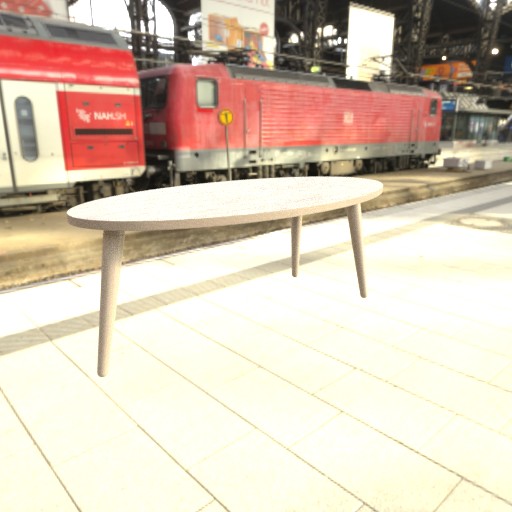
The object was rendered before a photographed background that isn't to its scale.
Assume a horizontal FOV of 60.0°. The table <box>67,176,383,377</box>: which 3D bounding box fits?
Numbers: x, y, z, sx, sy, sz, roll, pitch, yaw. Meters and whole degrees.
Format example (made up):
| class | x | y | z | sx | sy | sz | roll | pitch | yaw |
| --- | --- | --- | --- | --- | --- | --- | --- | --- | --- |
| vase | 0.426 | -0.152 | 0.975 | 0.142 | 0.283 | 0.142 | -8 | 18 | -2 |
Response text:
| class | x | y | z | sx | sy | sz | roll | pitch | yaw |
| --- | --- | --- | --- | --- | --- | --- | --- | --- | --- |
| table | 0.000 | 0.000 | 1.348 | 1.083 | 0.390 | 0.542 | -15 | 22 | -42 |
